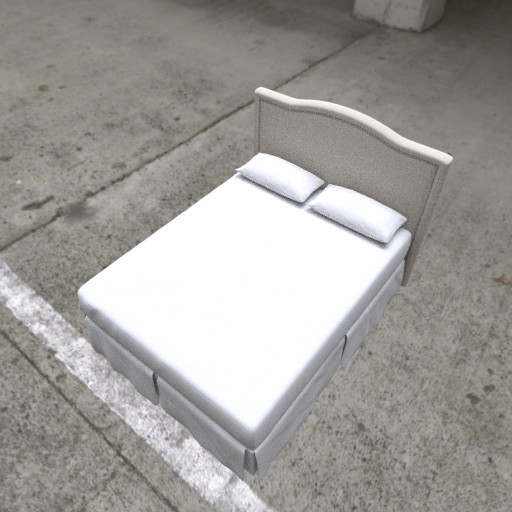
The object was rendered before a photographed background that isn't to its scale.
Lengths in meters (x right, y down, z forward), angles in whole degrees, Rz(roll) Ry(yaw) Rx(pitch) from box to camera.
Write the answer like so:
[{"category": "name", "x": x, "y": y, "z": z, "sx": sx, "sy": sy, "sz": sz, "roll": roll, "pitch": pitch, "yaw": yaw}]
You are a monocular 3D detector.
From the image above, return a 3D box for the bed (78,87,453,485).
[{"category": "bed", "x": 0.000, "y": 0.000, "z": 3.233, "sx": 1.741, "sy": 1.449, "sz": 2.196, "roll": 30, "pitch": 53, "yaw": 25}]
